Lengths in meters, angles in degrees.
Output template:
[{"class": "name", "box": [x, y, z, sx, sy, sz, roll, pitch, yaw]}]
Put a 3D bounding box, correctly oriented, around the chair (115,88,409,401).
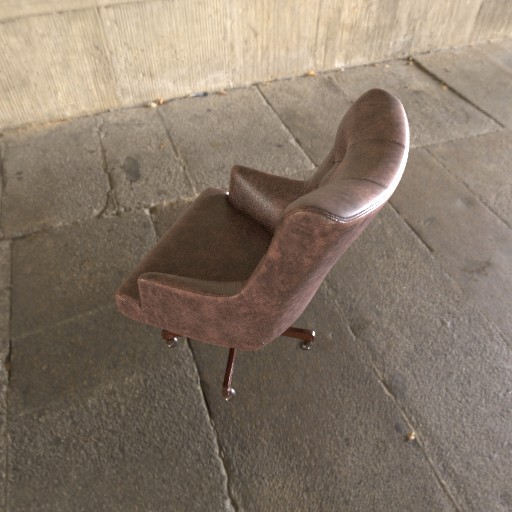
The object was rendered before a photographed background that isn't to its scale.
[{"class": "chair", "box": [0.000, 0.000, 1.490, 0.762, 1.035, 0.641, 19, 50, 17]}]
